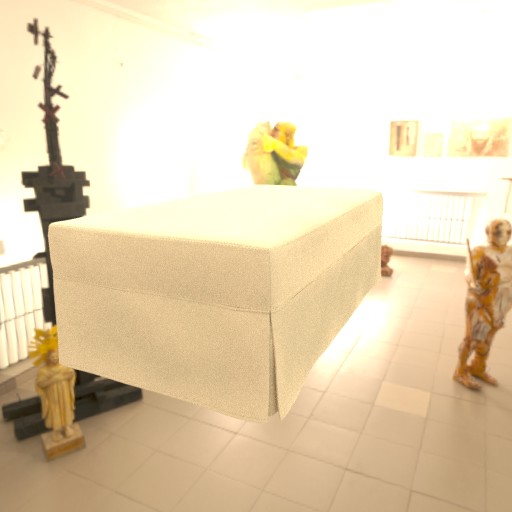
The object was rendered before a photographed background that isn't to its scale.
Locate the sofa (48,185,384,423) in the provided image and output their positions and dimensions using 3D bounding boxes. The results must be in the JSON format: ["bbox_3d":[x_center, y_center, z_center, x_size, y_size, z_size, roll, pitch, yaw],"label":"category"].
[{"bbox_3d":[0.000,0.000,2.131,0.939,0.552,1.677,7,16,25],"label":"sofa"}]
